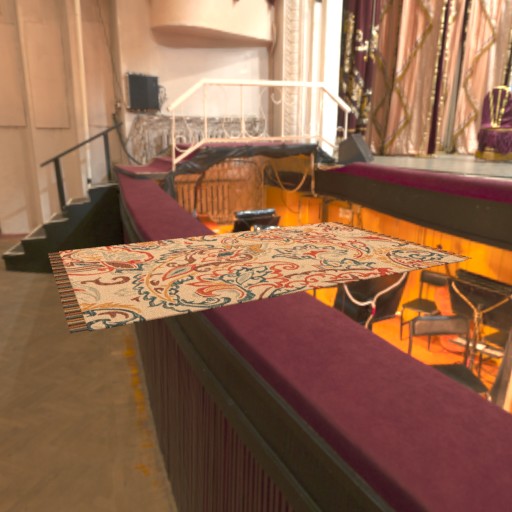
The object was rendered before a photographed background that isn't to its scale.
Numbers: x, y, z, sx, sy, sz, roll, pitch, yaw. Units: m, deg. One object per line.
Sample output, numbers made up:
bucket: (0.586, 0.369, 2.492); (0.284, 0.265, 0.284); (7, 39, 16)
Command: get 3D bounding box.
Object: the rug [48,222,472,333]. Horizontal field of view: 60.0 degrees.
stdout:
rug: (0.000, 0.000, 3.118); (2.584, 0.010, 1.523); (-8, 17, -27)
